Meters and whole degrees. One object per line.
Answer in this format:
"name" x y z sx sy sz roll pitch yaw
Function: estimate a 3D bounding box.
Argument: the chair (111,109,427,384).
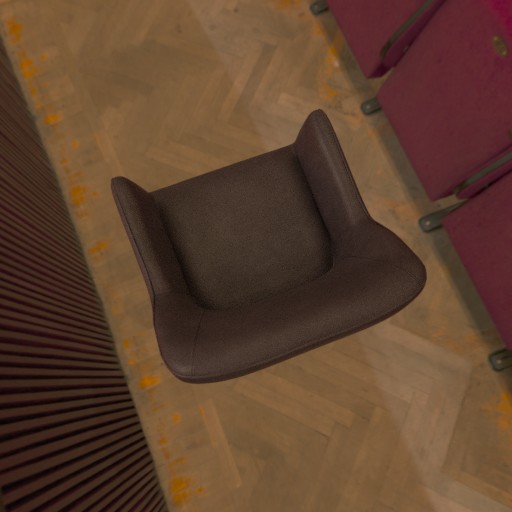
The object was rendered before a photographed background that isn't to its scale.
"chair" 0.000 0.000 1.265 0.610 0.828 0.610 -20 75 -5
